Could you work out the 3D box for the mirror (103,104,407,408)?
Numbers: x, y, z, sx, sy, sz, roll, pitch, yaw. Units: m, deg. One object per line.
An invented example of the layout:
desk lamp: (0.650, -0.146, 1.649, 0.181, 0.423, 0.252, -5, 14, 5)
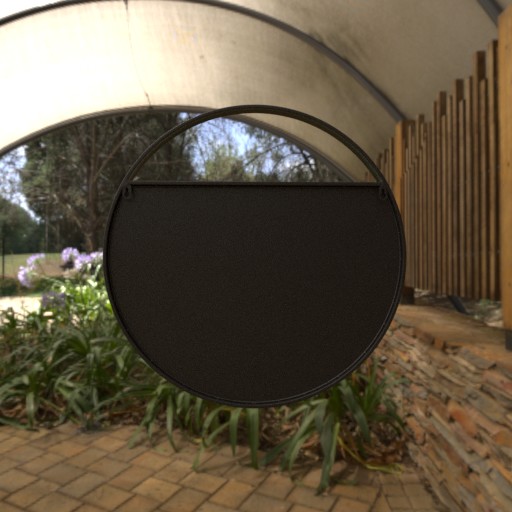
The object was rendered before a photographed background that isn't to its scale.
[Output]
mirror: (0.000, 0.000, 0.839, 0.565, 0.565, 0.032, 0, -1, -2)
